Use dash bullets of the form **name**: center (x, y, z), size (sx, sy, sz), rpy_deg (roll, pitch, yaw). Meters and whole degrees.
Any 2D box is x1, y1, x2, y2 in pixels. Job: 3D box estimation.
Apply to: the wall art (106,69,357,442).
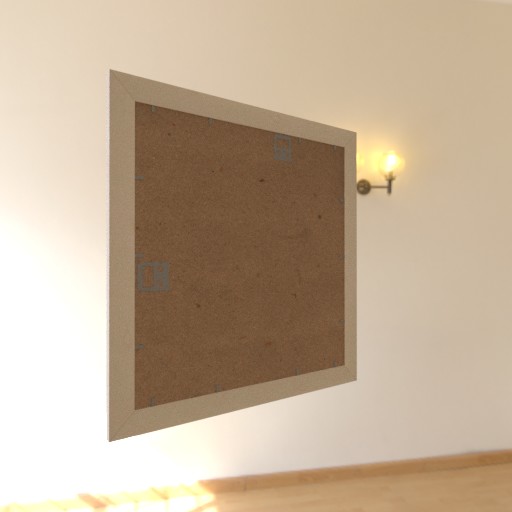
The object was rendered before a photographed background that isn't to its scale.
- **wall art**: center (0.000, 0.000, 0.876), size (0.584, 0.584, 0.013), rpy_deg (0, 0, -37)
